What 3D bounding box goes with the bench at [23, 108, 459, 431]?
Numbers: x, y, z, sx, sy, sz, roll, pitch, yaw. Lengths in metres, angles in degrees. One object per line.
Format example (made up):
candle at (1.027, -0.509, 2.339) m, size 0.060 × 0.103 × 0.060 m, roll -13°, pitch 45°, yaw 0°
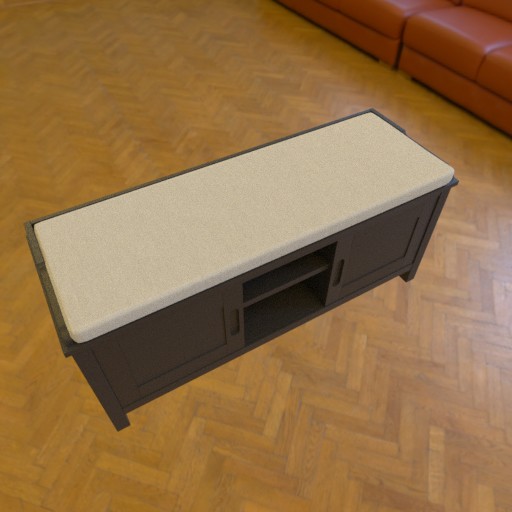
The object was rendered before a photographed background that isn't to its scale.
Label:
bench at (0.000, 0.000, 1.366) m, size 1.140 × 0.501 × 0.398 m, roll -23°, pitch 52°, yaw -20°
